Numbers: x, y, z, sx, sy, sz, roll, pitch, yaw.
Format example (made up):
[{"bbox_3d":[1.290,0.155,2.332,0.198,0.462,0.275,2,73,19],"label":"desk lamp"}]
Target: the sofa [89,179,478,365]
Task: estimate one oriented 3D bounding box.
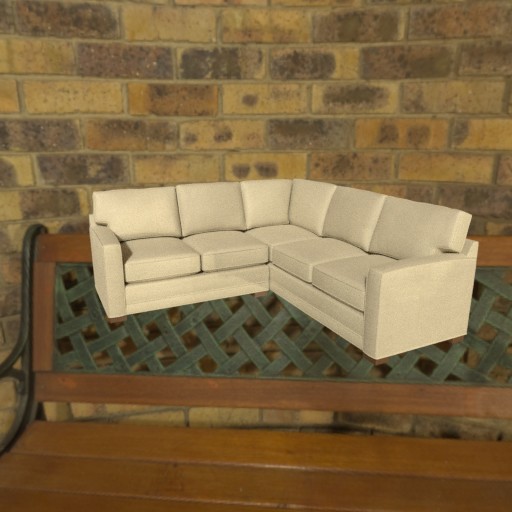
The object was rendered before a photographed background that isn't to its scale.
[{"bbox_3d":[0.000,0.000,3.418,2.182,0.939,2.189,-8,17,-25],"label":"sofa"}]
